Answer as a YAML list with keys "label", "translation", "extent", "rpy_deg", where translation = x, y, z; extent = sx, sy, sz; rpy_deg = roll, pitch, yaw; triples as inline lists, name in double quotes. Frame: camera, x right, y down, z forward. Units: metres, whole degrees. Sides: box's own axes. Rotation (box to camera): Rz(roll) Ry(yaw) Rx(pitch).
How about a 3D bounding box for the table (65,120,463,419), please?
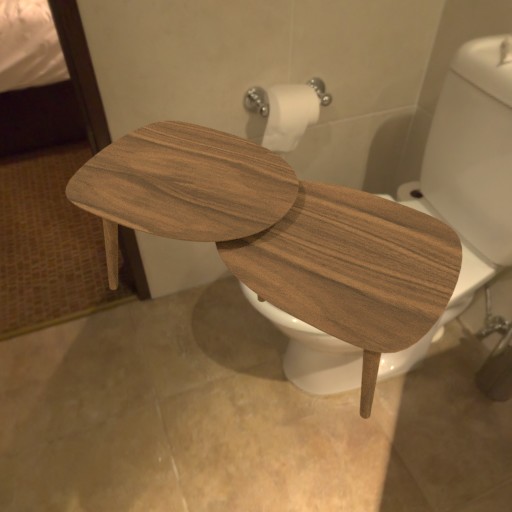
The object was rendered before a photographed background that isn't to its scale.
- label: "table"
  translation: [0.000, 0.000, 1.351]
  extent: [1.084, 0.429, 0.527]
  rpy_deg: [23, 49, 21]
